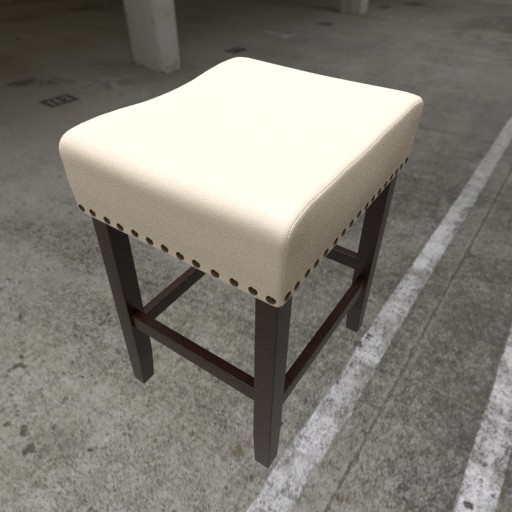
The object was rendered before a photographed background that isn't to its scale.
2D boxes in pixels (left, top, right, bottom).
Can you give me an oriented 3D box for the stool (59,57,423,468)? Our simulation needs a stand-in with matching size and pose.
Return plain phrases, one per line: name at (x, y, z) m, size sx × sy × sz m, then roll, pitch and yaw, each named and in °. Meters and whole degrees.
stool at (0.000, 0.000, 0.895) m, size 0.401 × 0.609 × 0.471 m, roll 24°, pitch 46°, yaw 25°
